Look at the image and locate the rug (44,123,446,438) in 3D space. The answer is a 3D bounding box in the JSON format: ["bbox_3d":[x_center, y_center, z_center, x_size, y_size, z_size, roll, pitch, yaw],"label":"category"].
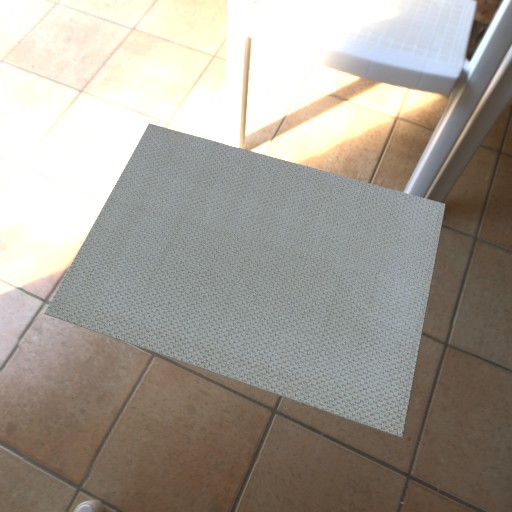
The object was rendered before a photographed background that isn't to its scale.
[{"bbox_3d":[0.000,0.000,2.779,2.144,0.013,1.509,17,67,8],"label":"rug"}]
